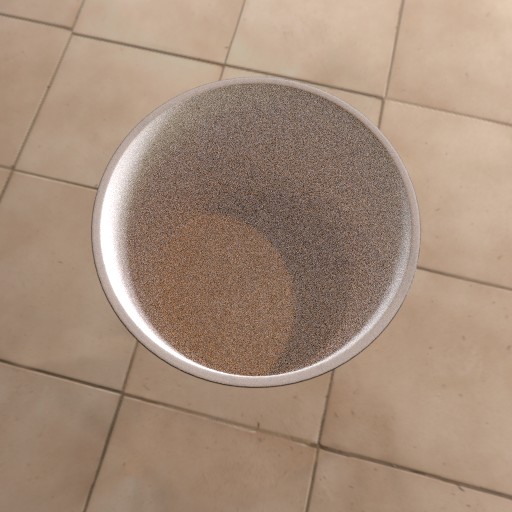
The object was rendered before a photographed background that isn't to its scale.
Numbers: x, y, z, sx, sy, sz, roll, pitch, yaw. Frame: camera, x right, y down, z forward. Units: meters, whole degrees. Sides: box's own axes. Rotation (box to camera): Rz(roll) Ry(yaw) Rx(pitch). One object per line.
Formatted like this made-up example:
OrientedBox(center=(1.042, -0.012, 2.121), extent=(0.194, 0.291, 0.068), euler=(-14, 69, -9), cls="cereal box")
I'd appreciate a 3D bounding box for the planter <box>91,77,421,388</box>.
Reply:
OrientedBox(center=(0.000, 0.000, 0.315), extent=(0.178, 0.157, 0.178), euler=(0, 74, 0), cls="planter")
